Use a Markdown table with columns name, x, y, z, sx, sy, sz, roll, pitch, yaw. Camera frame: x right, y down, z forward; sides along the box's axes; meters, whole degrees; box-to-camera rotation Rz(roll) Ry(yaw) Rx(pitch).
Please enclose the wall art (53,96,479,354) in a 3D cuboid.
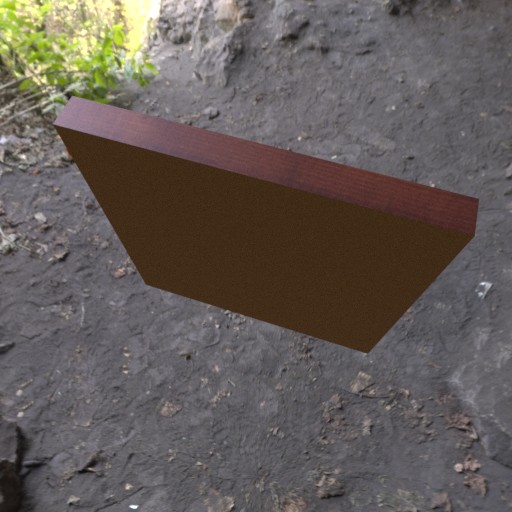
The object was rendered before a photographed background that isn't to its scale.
| name | x | y | z | sx | sy | sz | roll | pitch | yaw |
| --- | --- | --- | --- | --- | --- | --- | --- | --- | --- |
| wall art | 0.000 | 0.000 | 0.567 | 0.386 | 0.385 | 0.038 | 16 | 65 | 8 |
